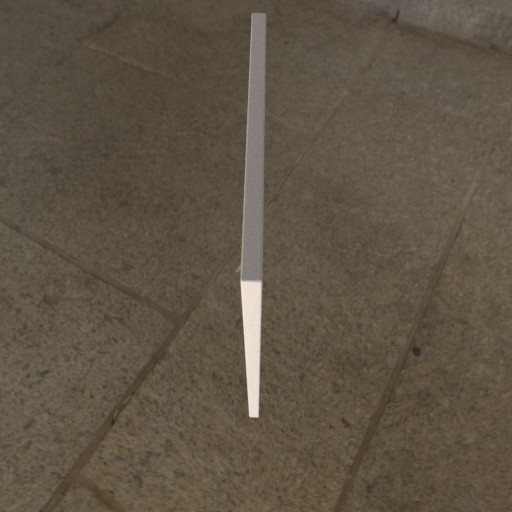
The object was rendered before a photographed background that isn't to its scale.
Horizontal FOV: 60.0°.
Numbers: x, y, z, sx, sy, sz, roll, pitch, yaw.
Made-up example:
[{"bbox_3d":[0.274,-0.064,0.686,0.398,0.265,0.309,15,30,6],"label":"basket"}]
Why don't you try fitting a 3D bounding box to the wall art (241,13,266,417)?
[{"bbox_3d":[0.000,0.000,1.020,0.026,0.813,0.556,1,59,1],"label":"wall art"}]
